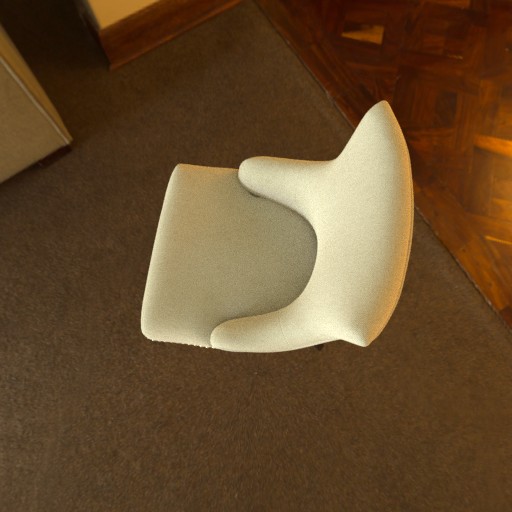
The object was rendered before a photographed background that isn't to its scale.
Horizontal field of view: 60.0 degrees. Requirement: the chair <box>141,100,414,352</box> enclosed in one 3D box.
[{"bbox_3d":[0.000,0.000,1.299,0.629,0.909,0.566,8,75,2],"label":"chair"}]
